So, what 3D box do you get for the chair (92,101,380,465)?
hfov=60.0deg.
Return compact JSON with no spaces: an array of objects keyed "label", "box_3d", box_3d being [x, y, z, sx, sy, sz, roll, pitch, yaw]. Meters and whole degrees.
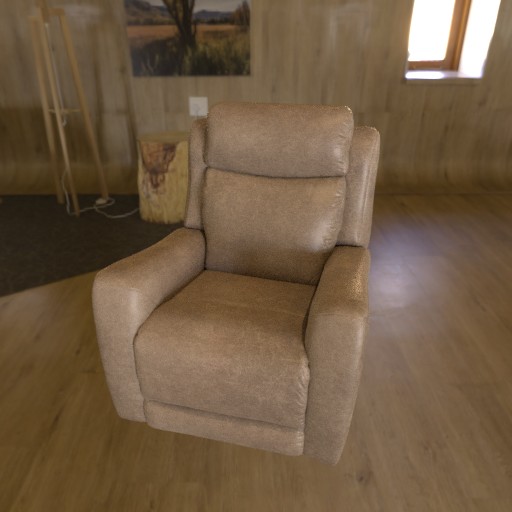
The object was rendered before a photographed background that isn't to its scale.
[{"label":"chair","box_3d":[0.000,0.000,1.870,0.965,1.116,1.068,7,28,14]}]
